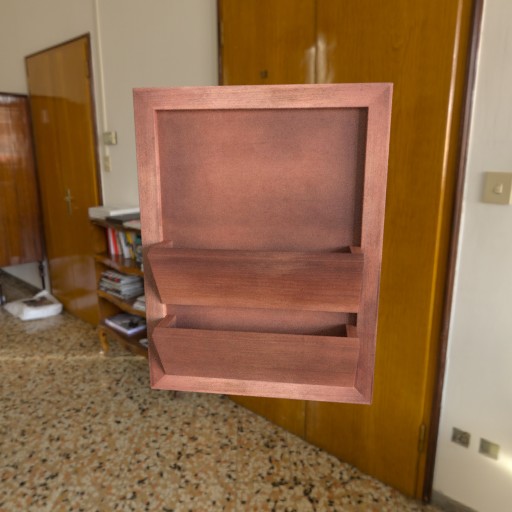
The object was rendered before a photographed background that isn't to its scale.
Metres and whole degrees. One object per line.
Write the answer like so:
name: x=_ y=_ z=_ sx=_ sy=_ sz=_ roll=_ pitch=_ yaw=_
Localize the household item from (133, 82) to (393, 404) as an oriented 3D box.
household item: x=0.000 y=0.000 z=0.555 sx=0.310 sy=0.407 sz=0.067 roll=2 pitch=13 yaw=8
